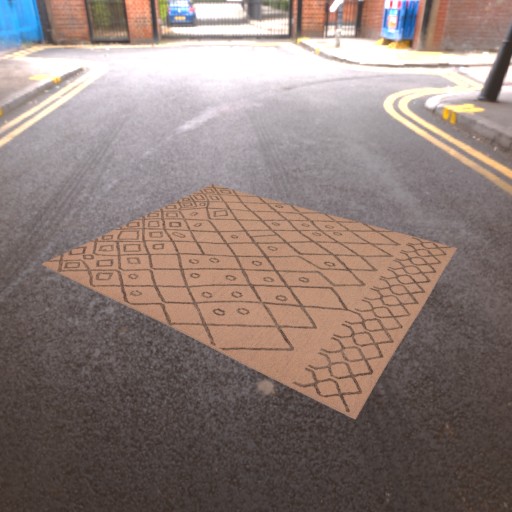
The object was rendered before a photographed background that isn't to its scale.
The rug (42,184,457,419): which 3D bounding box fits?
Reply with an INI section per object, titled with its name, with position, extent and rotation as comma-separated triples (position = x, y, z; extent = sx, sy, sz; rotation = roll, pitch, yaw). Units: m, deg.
[rug]
position = 0.000, 0.000, 4.149
extent = 3.046, 0.015, 2.446
rotation = 19, 35, 29
